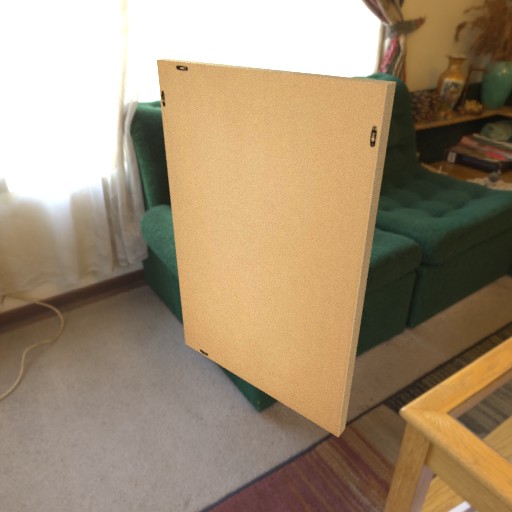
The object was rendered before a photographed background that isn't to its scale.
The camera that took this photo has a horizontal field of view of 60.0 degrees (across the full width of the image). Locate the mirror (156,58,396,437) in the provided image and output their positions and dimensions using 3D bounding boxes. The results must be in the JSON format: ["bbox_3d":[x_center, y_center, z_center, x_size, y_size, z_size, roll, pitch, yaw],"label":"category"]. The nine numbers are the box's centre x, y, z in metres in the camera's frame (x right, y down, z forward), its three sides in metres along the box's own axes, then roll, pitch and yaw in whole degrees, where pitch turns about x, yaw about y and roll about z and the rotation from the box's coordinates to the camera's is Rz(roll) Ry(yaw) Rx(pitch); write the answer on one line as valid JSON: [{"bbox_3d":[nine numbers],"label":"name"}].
[{"bbox_3d":[0.000,0.000,1.167,0.609,0.915,0.041,22,36,33],"label":"mirror"}]
